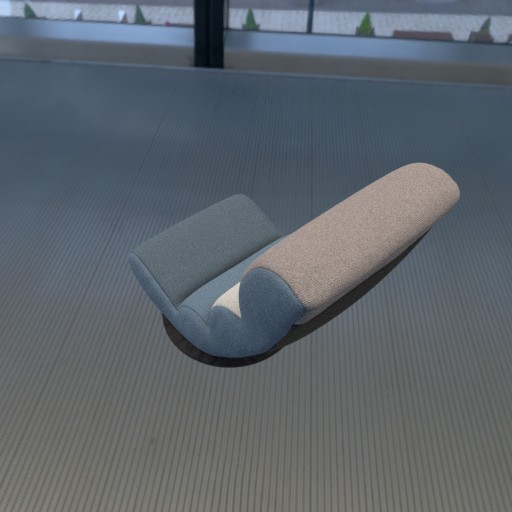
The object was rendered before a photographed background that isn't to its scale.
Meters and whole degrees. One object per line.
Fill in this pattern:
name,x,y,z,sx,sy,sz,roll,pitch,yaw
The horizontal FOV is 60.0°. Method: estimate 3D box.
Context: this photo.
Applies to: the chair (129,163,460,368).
chair,0.000,0.000,1.049,0.420,0.641,0.661,-32,55,-26
